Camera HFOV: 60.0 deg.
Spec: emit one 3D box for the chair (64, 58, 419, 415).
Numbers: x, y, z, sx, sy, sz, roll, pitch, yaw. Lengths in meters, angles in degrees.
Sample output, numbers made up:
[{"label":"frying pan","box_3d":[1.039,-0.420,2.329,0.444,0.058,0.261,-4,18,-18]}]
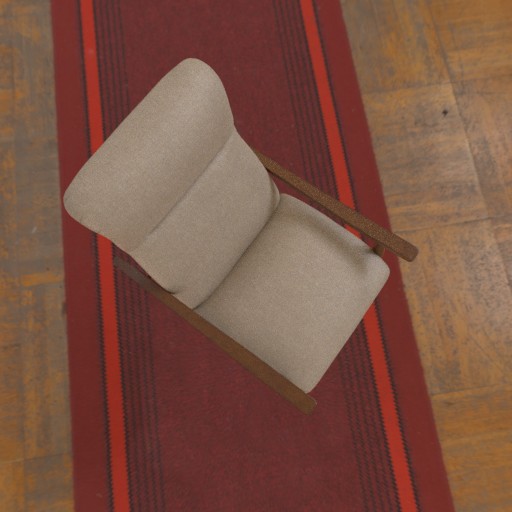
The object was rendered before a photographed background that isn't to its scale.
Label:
[{"label":"chair","box_3d":[0.000,0.000,1.802,1.030,1.082,0.762,36,79,8]}]
